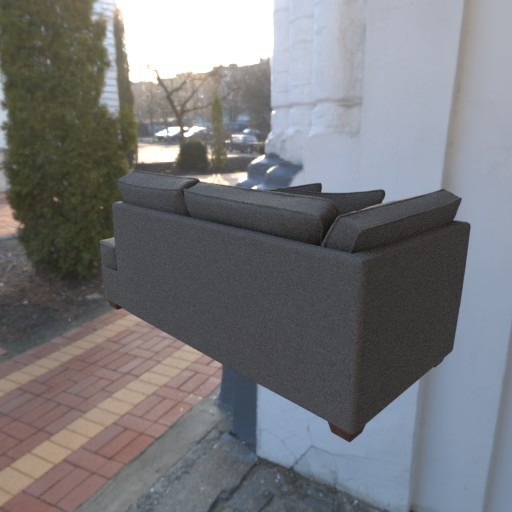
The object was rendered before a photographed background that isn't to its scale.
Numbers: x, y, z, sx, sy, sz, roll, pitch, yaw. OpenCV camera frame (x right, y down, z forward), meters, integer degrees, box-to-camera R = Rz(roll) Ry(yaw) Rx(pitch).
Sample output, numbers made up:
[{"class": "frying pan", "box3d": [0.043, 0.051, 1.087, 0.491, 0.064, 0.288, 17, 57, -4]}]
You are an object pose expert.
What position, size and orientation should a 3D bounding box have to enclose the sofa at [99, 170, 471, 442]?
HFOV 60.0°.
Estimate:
[{"class": "sofa", "box3d": [0.000, 0.000, 2.849, 1.110, 1.033, 2.237, -15, 22, -42]}]
